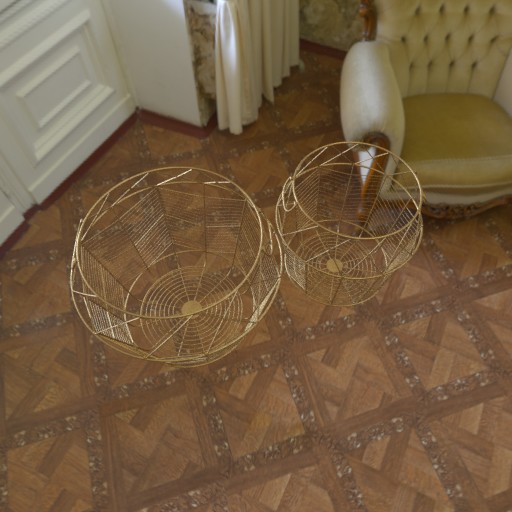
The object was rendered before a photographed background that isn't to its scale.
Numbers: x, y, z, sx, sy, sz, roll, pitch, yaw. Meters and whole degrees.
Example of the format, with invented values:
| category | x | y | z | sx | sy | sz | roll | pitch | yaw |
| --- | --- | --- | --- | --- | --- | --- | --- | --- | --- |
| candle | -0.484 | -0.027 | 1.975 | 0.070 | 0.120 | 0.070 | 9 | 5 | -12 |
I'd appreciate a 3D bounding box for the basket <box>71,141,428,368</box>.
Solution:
| category | x | y | z | sx | sy | sz | roll | pitch | yaw |
| --- | --- | --- | --- | --- | --- | --- | --- | --- | --- |
| basket | 0.000 | 0.000 | 1.047 | 0.805 | 0.343 | 0.451 | -16 | 59 | -10 |
